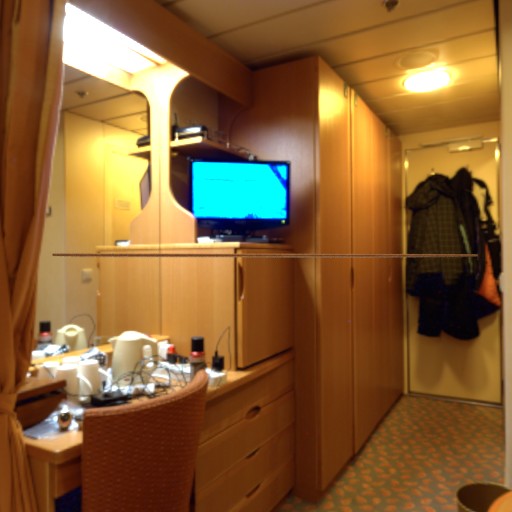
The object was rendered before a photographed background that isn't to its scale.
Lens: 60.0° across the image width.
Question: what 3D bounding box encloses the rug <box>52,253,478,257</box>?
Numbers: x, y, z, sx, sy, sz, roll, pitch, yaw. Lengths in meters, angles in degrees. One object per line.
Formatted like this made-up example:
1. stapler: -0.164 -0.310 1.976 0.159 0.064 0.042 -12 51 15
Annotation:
1. rug: 0.000 0.000 3.139 2.438 0.014 1.524 0 0 -17
